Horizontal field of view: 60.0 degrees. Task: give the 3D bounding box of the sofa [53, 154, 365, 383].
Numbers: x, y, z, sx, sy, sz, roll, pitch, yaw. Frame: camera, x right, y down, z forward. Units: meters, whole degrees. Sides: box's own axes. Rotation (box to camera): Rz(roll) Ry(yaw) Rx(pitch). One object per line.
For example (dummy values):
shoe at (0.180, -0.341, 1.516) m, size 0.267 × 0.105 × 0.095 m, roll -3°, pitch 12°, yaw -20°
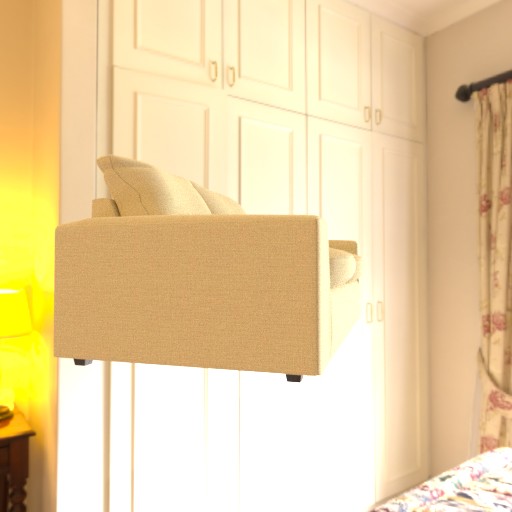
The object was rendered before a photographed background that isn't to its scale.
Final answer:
sofa at (0.000, 0.000, 2.378) m, size 1.091 × 0.875 × 1.754 m, roll 0°, pitch -2°, yaw 17°
